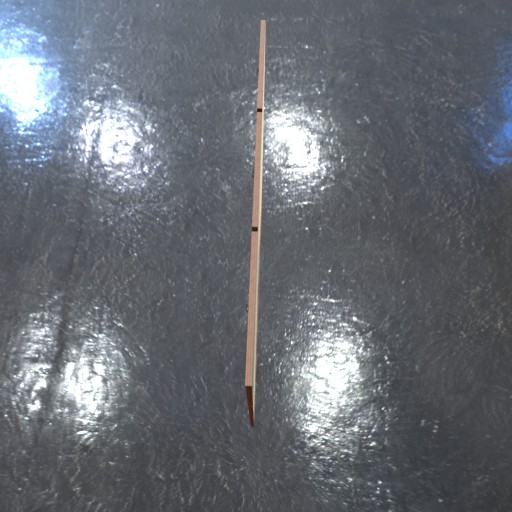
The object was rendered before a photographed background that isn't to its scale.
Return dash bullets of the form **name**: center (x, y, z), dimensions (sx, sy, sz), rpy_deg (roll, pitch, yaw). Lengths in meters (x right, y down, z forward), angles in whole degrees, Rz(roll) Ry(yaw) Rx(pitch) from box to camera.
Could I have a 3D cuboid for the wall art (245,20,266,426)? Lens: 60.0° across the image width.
- **wall art**: center (0.000, 0.000, 1.347), dimensions (0.018, 0.904, 0.906), rpy_deg (2, 65, 1)
